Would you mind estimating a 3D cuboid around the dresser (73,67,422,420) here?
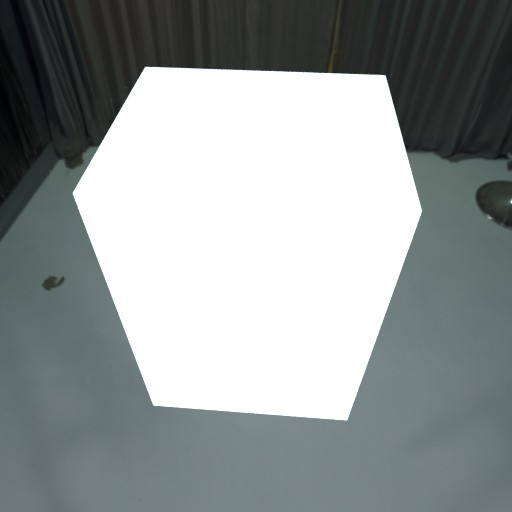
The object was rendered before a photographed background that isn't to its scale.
[{"bbox_3d":[0.000,0.000,0.831,0.400,0.560,0.360,3,47,3],"label":"dresser"}]
